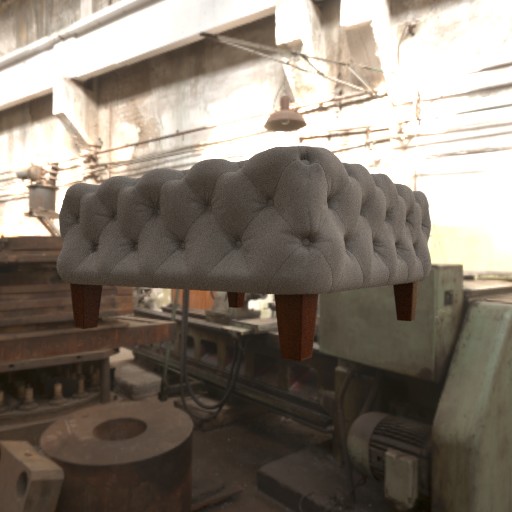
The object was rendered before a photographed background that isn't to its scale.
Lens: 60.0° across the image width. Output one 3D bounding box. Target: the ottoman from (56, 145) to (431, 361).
[{"bbox_3d":[0.000,0.000,1.435,0.917,0.439,0.911,-1,-1,36],"label":"ottoman"}]
